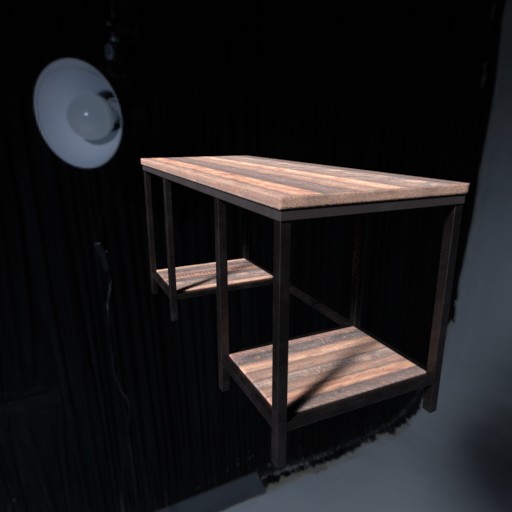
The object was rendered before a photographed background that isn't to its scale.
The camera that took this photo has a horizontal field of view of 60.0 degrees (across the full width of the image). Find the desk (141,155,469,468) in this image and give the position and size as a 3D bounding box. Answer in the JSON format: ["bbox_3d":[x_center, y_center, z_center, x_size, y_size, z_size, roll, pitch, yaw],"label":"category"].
[{"bbox_3d":[0.000,0.000,1.909,0.617,0.753,1.538,-7,18,-24],"label":"desk"}]
